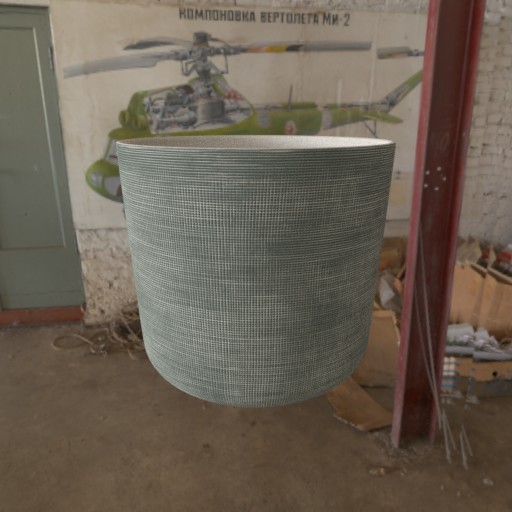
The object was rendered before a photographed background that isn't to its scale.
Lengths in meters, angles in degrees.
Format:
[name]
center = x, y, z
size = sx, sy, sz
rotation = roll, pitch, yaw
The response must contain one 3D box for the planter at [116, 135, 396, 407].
[planter]
center = 0.000, 0.000, 0.786
size = 0.440, 0.398, 0.440
rotation = 0, 17, 0
